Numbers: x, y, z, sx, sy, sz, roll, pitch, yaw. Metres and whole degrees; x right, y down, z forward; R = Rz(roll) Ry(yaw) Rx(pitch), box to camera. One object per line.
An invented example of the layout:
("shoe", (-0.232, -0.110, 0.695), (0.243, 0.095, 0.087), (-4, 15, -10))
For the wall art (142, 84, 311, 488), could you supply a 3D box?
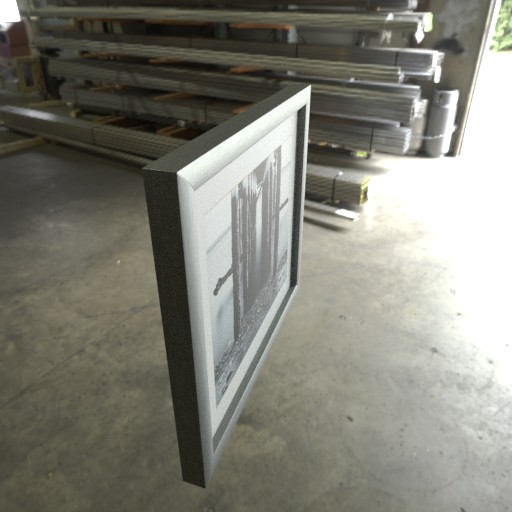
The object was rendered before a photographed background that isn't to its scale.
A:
("wall art", (0.000, 0.000, 0.524), (0.028, 0.330, 0.380), (10, 31, 17))
